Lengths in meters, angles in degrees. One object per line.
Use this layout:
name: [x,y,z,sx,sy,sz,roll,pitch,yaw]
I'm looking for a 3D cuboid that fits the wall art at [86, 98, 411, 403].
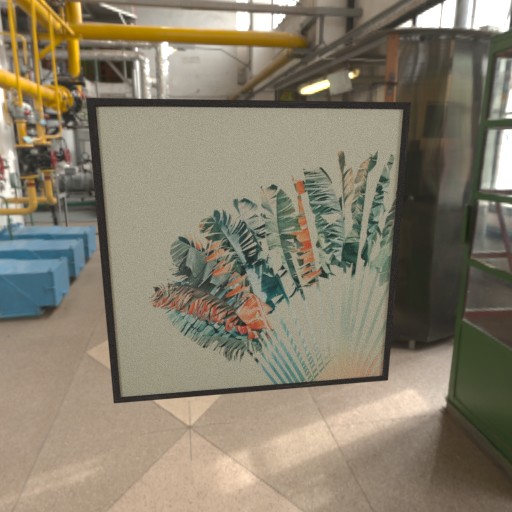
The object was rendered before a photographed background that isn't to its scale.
wall art: [0.000,0.000,1.145,0.762,0.758,0.043,-2,15,-8]
